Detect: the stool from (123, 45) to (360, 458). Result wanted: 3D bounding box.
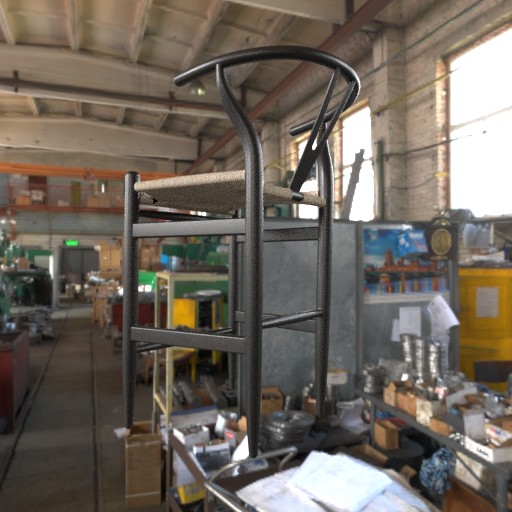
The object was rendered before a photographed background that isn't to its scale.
[{"bbox_3d":[0.000,0.000,1.276,0.579,0.970,0.569,0,0,36],"label":"stool"}]
